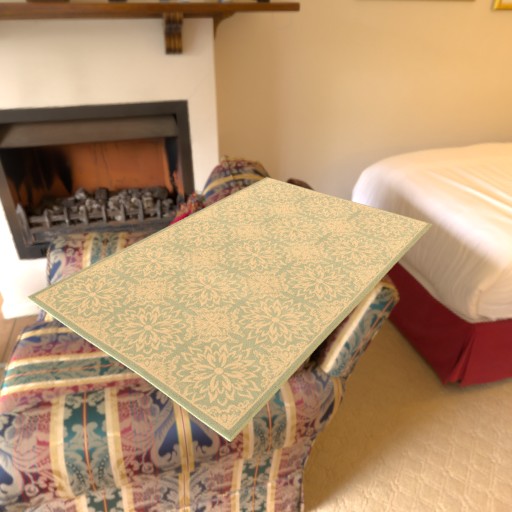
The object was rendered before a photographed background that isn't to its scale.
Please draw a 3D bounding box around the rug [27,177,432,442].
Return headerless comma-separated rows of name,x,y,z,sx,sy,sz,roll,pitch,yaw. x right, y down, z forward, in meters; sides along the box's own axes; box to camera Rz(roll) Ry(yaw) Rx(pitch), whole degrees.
rug,0.000,0.000,3.461,1.819,0.018,2.746,22,38,31
